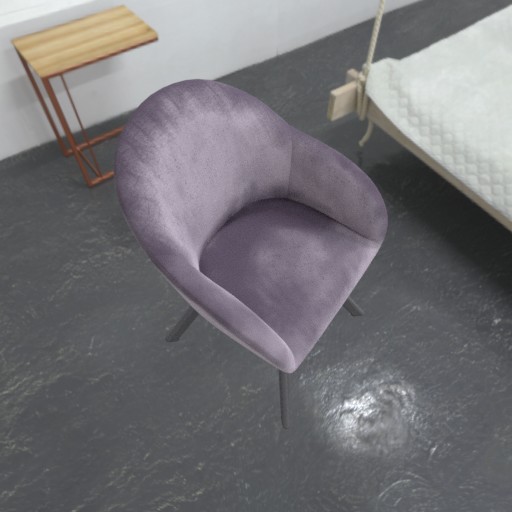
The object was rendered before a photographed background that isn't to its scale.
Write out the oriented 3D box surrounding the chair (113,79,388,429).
[{"bbox_3d":[0.000,0.000,1.215,0.590,0.795,0.550,31,62,19],"label":"chair"}]
